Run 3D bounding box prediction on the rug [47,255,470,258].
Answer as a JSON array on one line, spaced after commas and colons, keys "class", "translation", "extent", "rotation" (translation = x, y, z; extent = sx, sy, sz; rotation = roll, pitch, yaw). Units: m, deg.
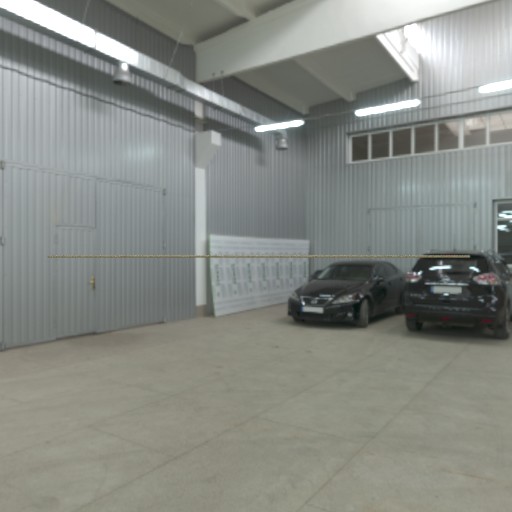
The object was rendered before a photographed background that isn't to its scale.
[{"class": "rug", "translation": [0.000, 0.000, 4.086], "extent": [2.471, 0.012, 3.034], "rotation": [0, 0, -1]}]
